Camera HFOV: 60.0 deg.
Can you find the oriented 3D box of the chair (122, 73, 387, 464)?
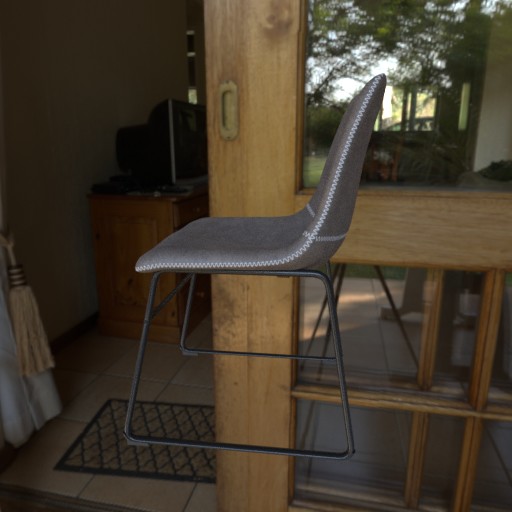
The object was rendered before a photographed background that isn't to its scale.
[{"bbox_3d":[0.000,0.000,1.080,0.550,0.780,0.460,2,15,7],"label":"chair"}]
